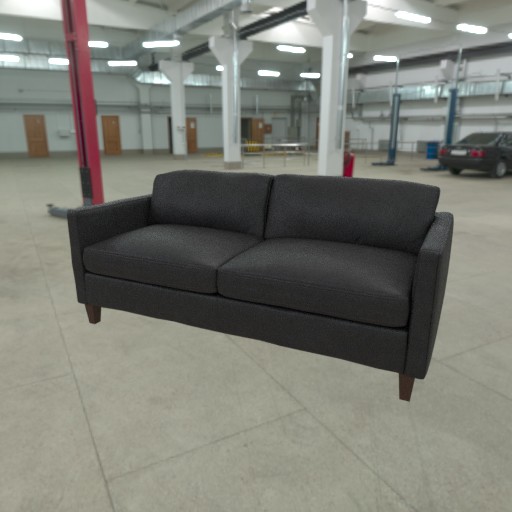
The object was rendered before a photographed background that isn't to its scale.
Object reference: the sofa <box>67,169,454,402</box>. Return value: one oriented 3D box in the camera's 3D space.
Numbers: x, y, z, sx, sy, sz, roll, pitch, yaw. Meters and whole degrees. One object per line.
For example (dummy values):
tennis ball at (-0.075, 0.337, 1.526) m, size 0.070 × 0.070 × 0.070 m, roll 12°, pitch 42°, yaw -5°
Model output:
sofa at (0.000, 0.000, 2.487) m, size 1.971 × 0.863 × 0.933 m, roll 8°, pitch 18°, yaw 25°
